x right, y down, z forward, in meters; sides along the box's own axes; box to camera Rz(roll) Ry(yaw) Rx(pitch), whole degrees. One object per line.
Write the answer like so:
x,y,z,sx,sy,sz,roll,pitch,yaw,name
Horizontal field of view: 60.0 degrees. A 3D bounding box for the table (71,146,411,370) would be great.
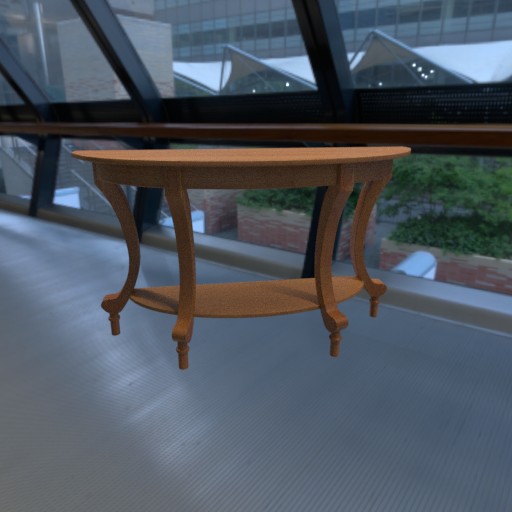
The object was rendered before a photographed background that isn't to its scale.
0.000,0.000,1.532,1.198,0.692,0.394,-3,19,-8,table
